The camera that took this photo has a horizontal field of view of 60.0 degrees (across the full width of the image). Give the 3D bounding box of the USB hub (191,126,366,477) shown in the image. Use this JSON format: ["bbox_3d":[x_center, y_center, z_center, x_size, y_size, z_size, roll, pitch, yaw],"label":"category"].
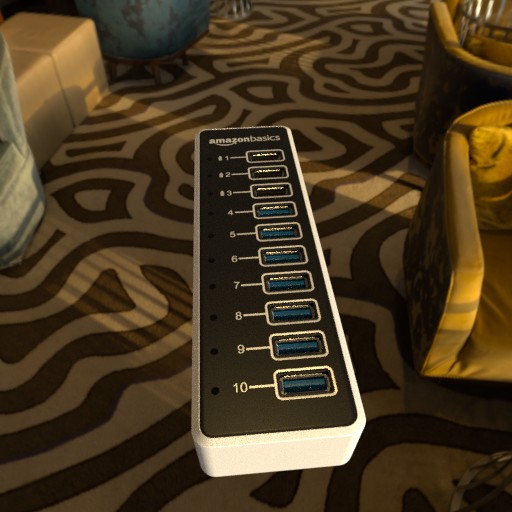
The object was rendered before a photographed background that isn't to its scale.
[{"bbox_3d":[0.000,0.000,0.166,0.044,0.023,0.145,-4,47,-3],"label":"USB hub"}]
